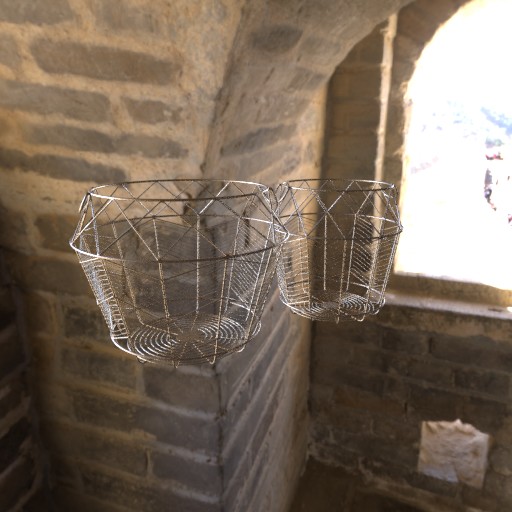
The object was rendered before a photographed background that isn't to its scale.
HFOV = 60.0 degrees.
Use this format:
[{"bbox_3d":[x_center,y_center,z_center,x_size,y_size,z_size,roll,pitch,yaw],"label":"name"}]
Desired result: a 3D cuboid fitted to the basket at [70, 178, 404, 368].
[{"bbox_3d":[0.000,0.000,1.050,0.805,0.343,0.451,-8,17,-28],"label":"basket"}]
